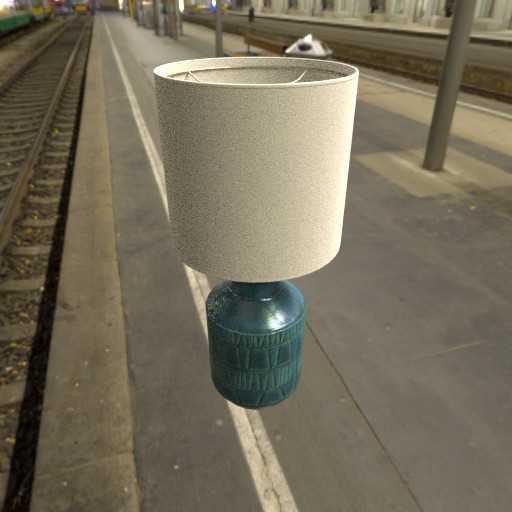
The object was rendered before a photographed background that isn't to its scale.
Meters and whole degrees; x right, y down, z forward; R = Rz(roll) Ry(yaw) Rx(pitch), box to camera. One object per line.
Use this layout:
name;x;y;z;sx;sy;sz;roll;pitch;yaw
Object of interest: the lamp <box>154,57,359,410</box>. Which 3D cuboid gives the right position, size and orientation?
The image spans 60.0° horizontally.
lamp;0.000;0.000;0.578;0.211;0.455;0.211;-22;36;-33
